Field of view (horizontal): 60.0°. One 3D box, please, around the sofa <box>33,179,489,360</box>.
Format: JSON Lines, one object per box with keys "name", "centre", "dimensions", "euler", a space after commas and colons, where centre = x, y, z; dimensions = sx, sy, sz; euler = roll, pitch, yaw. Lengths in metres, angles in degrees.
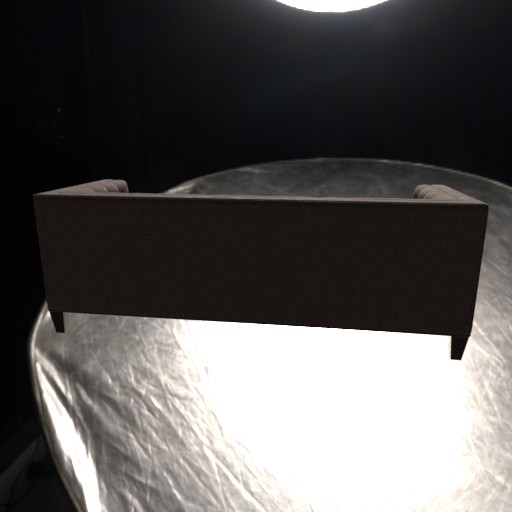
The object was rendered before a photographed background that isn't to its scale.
{"name": "sofa", "centre": [0.000, 0.000, 2.526], "dimensions": [2.159, 0.762, 0.775], "euler": [2, 16, 8]}
